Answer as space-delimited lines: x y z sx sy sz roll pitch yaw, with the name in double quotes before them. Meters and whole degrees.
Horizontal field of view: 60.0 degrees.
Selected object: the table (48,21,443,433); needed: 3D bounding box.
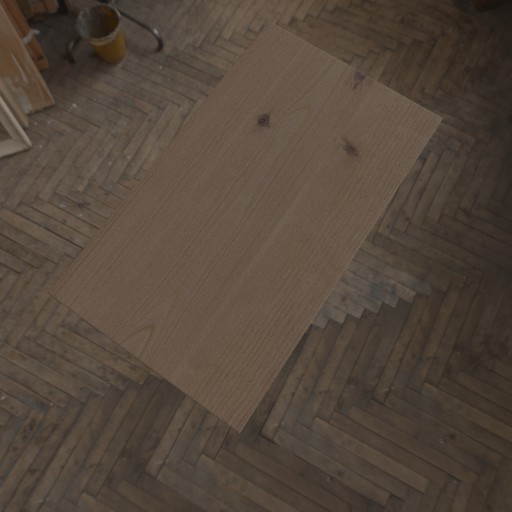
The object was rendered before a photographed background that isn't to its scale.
"table" 0.000 0.000 1.028 0.351 0.673 0.597 33 77 8
